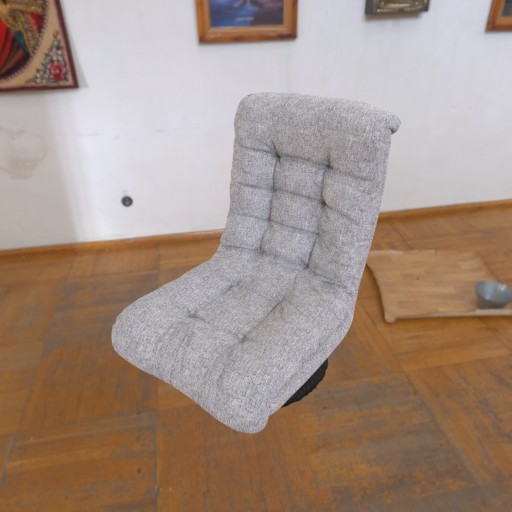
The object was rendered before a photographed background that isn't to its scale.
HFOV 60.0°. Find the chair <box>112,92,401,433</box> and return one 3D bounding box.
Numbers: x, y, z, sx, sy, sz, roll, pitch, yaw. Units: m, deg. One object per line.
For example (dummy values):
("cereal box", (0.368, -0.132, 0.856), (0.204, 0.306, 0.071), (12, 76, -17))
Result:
("chair", (0.000, 0.000, 0.978), (0.400, 0.600, 0.583), (19, 36, 29))
